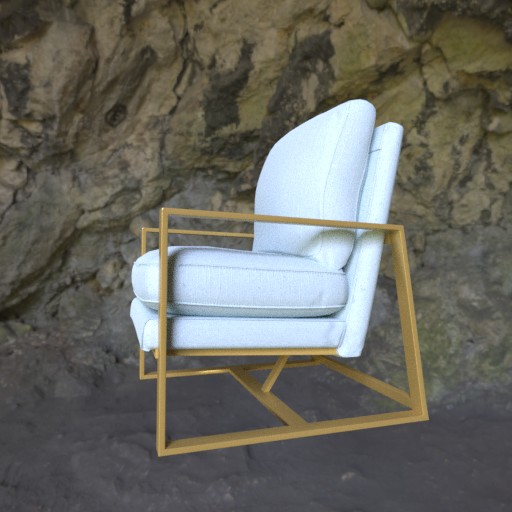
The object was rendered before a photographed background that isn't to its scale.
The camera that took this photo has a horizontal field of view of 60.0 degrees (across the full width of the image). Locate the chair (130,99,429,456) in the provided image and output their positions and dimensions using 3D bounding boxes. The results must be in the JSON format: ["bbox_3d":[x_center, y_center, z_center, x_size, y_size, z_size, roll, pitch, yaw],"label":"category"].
[{"bbox_3d":[0.000,0.000,1.523,0.813,0.956,0.758,0,0,-18],"label":"chair"}]
